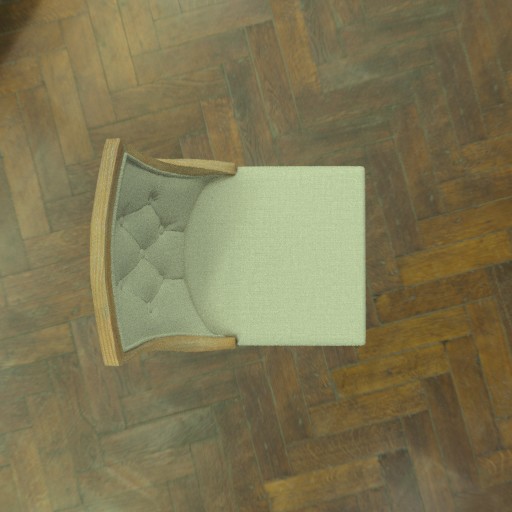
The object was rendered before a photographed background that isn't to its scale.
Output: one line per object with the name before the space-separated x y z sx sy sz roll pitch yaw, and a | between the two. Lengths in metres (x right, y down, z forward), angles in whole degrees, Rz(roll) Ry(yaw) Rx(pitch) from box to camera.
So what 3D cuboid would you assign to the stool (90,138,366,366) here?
stool | 0.000 0.000 1.310 0.626 0.938 0.524 0 89 1
